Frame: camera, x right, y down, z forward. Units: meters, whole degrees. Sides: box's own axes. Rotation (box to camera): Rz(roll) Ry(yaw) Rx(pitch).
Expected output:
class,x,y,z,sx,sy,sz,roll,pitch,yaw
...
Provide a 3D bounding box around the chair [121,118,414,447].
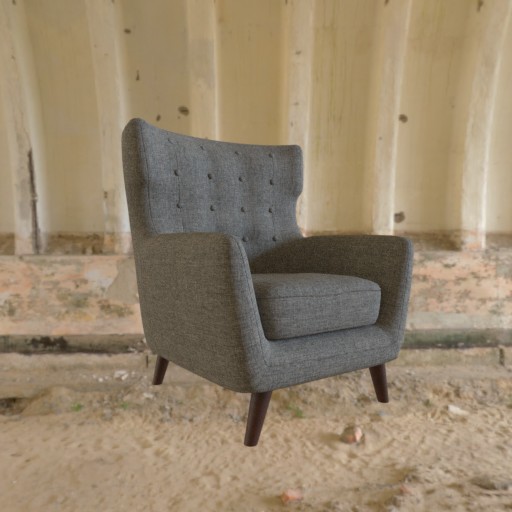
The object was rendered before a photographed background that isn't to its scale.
class,x,y,z,sx,sy,sz,roll,pitch,yaw
chair,0.000,0.000,1.764,0.878,1.063,0.904,-1,2,-36
